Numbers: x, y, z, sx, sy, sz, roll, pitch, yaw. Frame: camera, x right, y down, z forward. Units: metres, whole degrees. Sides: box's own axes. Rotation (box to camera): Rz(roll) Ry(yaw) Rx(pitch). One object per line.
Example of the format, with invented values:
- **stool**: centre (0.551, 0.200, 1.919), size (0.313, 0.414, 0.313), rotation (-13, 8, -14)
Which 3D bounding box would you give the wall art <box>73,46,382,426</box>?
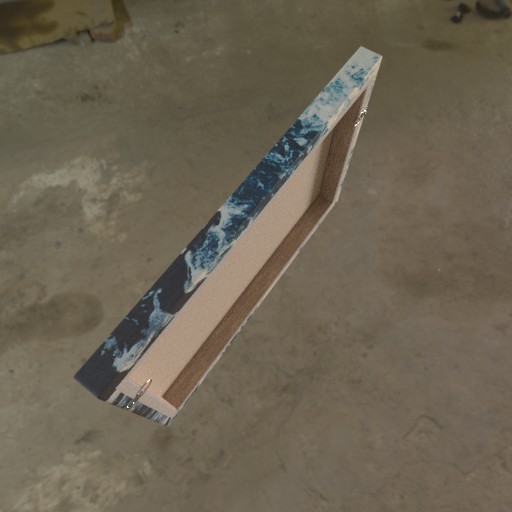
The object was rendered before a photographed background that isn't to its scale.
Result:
- **wall art**: centre (0.000, 0.000, 0.751), size (0.043, 0.407, 0.609), rotation (33, 69, 14)
